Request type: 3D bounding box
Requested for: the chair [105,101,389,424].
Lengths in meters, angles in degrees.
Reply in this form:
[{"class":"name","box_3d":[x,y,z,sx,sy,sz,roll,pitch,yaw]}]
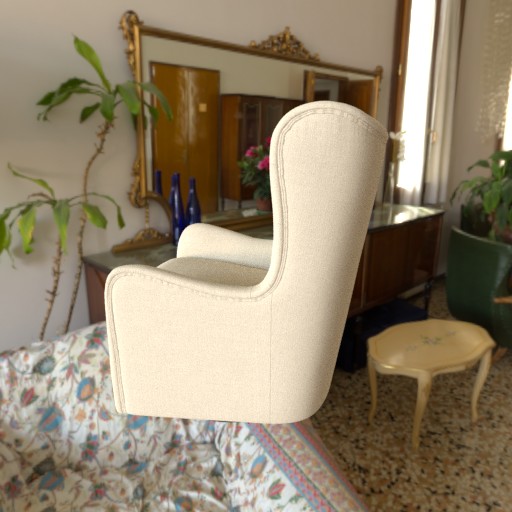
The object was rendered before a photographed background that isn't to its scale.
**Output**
[{"class":"chair","box_3d":[0.000,0.000,1.737,0.929,1.079,0.831,3,15,10]}]
